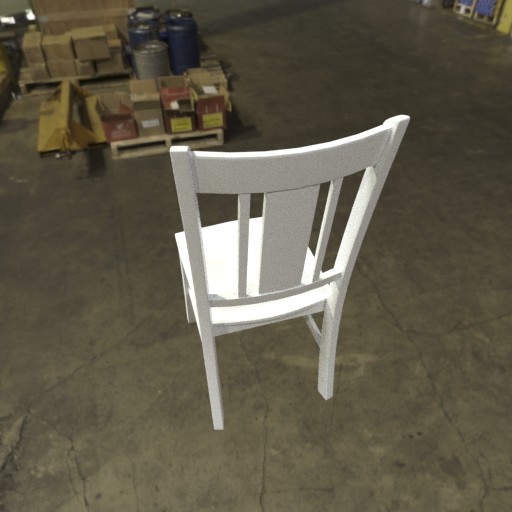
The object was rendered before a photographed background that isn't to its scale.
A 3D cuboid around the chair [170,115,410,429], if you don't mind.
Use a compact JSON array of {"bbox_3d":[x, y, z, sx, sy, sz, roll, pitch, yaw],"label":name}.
[{"bbox_3d":[0.000,0.000,1.288,0.450,0.998,0.555,-11,42,-13],"label":"chair"}]
